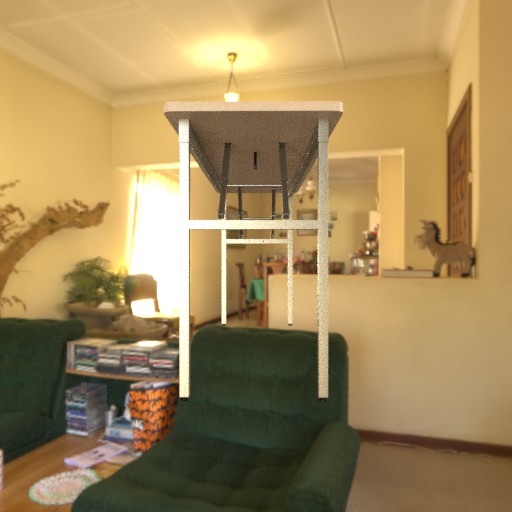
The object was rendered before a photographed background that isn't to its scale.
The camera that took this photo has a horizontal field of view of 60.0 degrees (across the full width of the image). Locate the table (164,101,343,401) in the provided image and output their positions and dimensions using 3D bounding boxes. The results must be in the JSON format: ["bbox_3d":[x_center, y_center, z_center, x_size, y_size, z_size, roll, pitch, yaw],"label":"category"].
[{"bbox_3d":[0.000,0.000,1.772,0.446,0.750,1.397,0,0,1],"label":"table"}]
